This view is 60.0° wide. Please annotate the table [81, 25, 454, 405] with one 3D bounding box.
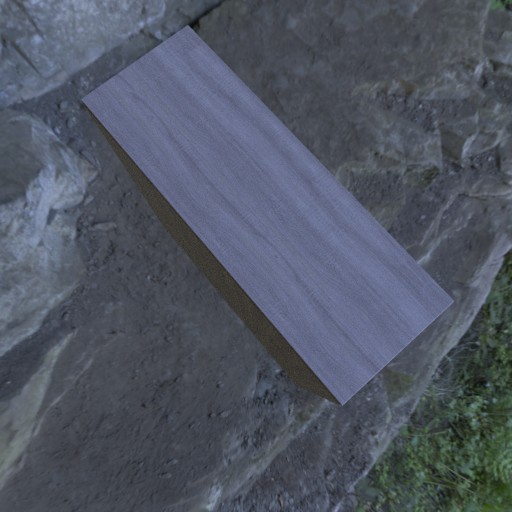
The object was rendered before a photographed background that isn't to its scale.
[{"bbox_3d":[0.000,0.000,1.887,0.398,1.388,1.111,-40,79,-9],"label":"table"}]
